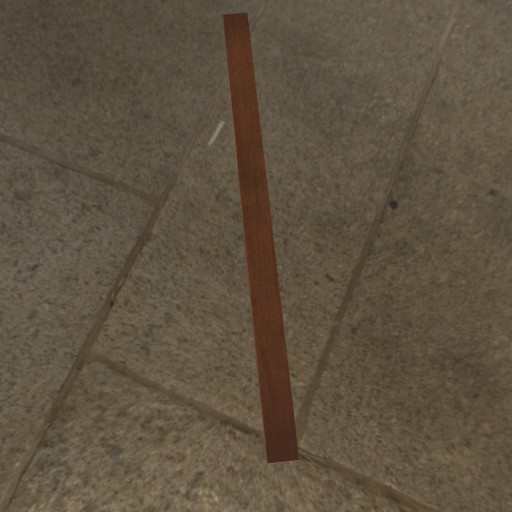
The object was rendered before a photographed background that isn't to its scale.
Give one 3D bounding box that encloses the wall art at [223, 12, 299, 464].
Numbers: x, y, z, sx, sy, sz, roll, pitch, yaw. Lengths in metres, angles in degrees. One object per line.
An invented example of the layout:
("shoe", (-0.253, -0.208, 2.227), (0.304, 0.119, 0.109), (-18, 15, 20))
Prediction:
("wall art", (0.000, 0.000, 0.748), (0.033, 0.457, 0.558), (-6, 76, -1))
